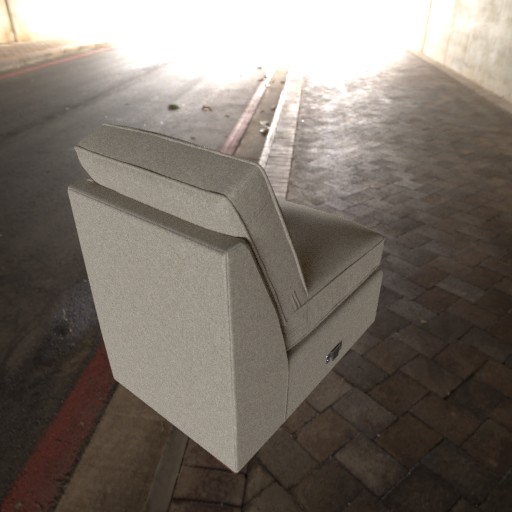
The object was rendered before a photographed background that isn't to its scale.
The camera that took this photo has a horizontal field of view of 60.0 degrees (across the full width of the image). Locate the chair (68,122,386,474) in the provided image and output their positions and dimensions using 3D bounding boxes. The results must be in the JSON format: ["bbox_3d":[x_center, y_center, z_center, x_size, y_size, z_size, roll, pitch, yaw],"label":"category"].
[{"bbox_3d":[0.000,0.000,1.681,0.674,1.058,1.020,22,37,33],"label":"chair"}]
